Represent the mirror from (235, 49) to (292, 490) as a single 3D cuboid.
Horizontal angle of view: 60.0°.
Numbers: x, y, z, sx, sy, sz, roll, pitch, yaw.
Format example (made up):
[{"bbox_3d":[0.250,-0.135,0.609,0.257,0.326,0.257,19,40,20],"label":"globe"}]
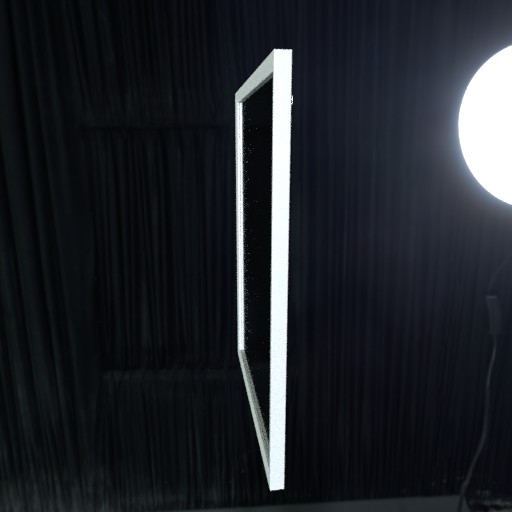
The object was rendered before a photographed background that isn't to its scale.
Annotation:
[{"bbox_3d":[0.000,0.000,1.351,0.040,1.016,0.762,-2,14,-8],"label":"mirror"}]
